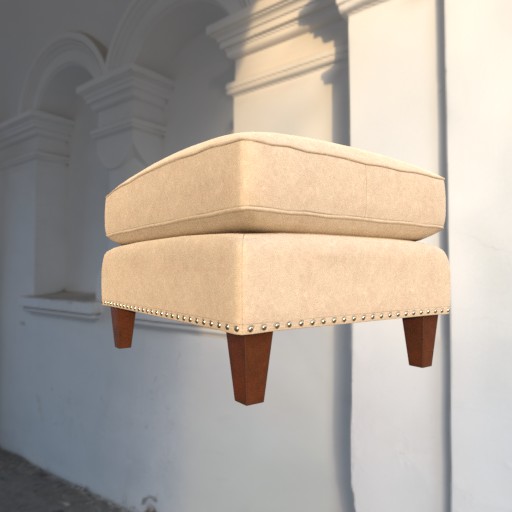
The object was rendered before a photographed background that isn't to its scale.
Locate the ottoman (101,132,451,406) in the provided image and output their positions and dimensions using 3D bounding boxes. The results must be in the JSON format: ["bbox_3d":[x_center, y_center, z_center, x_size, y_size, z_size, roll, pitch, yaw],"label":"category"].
[{"bbox_3d":[0.000,0.000,1.148,0.584,0.513,0.741,1,-2,-35],"label":"ottoman"}]
